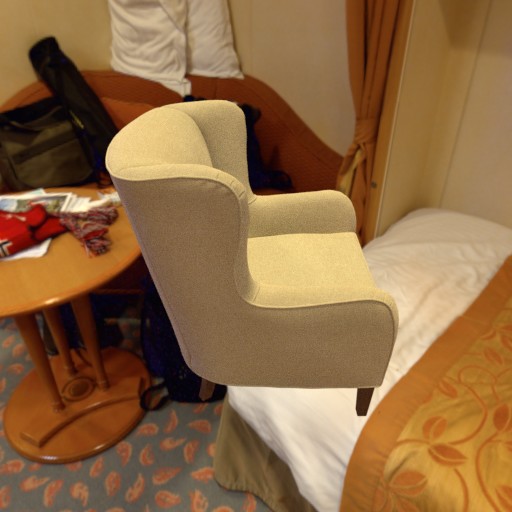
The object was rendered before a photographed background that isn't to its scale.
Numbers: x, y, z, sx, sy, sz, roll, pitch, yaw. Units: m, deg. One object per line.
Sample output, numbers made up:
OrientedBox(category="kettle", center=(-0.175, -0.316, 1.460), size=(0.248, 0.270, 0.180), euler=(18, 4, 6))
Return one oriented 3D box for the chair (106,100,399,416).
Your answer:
OrientedBox(category="chair", center=(0.000, 0.000, 1.782), size=(0.966, 1.040, 0.838), euler=(0, 33, -1))
